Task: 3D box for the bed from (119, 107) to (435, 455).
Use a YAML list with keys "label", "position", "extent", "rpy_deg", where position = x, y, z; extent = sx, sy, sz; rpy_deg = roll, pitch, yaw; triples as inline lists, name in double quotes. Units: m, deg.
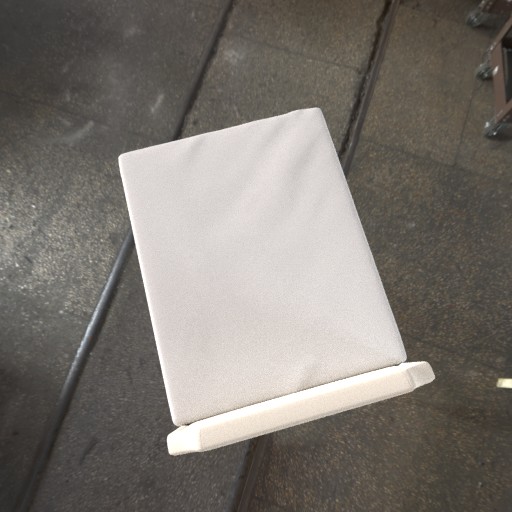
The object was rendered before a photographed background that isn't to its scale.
- label: "bed"
  position: [0.000, 0.000, 3.599]
  extent: [1.977, 1.293, 2.498]
  rpy_deg: [-15, 76, -4]
